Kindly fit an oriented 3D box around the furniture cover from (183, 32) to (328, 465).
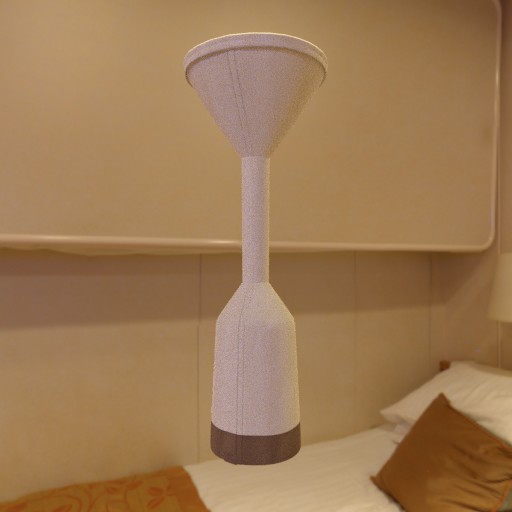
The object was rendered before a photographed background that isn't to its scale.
[{"bbox_3d":[0.000,0.000,2.835,0.914,2.413,0.914,0,0,19],"label":"furniture cover"}]
